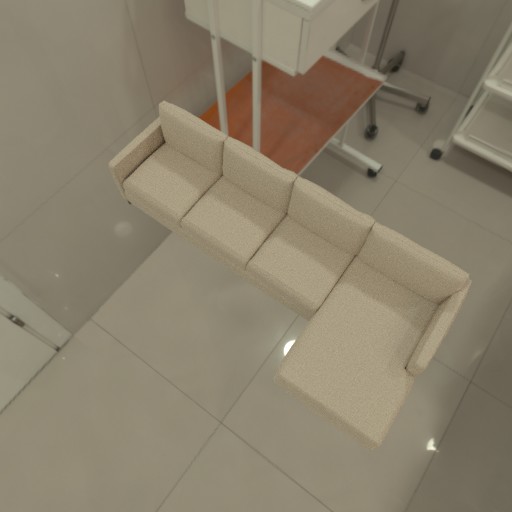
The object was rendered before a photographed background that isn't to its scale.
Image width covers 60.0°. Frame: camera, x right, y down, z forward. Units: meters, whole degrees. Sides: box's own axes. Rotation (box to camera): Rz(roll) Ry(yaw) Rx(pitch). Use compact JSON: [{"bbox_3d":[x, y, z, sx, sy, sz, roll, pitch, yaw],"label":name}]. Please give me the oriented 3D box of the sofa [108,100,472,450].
[{"bbox_3d":[0.000,0.000,3.241,2.731,0.755,1.258,33,67,16],"label":"sofa"}]
